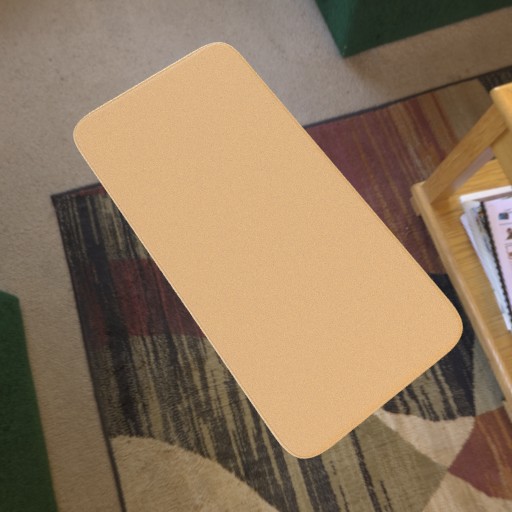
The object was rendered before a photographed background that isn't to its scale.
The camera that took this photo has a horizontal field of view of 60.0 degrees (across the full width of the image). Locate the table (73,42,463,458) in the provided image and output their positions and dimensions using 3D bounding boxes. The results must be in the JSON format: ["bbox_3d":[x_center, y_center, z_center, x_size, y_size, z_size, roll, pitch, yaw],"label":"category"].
[{"bbox_3d":[0.000,0.000,1.656,0.610,0.729,1.219,-35,77,-9],"label":"table"}]
